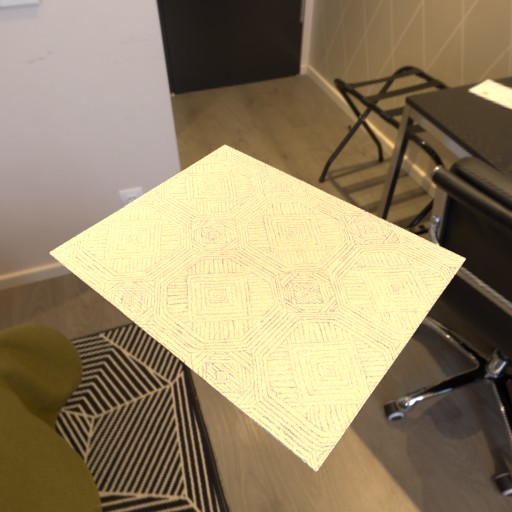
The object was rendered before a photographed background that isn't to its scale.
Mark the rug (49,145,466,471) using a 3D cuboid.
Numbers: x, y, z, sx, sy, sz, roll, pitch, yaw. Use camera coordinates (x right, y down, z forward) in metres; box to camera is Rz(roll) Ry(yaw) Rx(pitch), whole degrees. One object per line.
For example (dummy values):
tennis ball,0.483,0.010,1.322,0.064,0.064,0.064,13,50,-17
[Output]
rug,0.000,0.000,4.157,3.049,0.015,2.457,31,53,27
